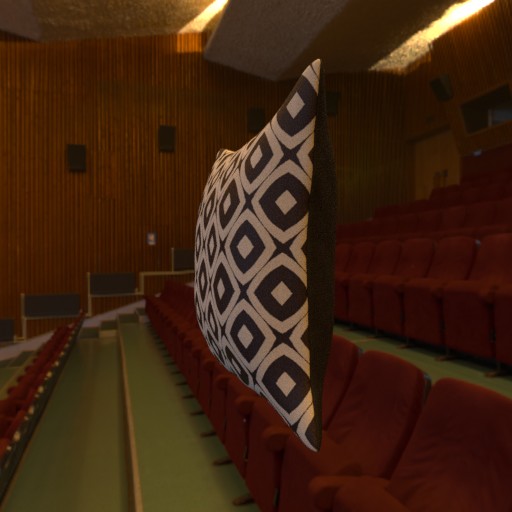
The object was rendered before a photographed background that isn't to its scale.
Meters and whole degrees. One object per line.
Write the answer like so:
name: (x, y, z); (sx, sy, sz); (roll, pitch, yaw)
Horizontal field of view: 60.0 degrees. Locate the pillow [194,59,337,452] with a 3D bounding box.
pillow: (0.000, 0.000, 0.790); (0.188, 0.494, 0.504); (0, 0, -19)
